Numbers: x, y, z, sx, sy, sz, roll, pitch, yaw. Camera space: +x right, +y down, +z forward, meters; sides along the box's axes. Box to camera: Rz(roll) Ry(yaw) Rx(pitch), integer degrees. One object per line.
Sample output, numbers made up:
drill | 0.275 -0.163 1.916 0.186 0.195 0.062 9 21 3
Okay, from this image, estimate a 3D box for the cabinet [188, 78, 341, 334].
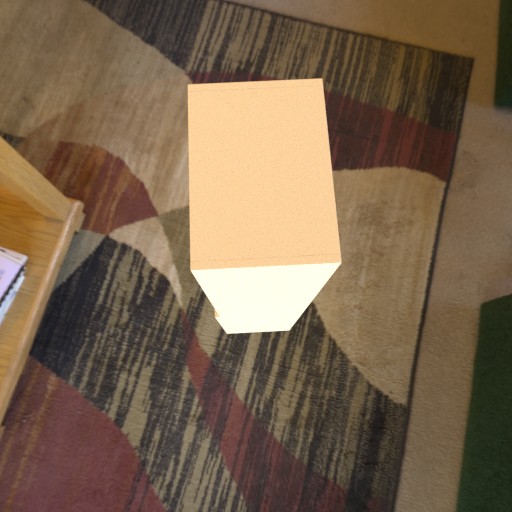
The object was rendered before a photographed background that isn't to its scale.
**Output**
cabinet | 0.000 0.000 1.531 0.300 1.350 0.400 -3 75 -1
